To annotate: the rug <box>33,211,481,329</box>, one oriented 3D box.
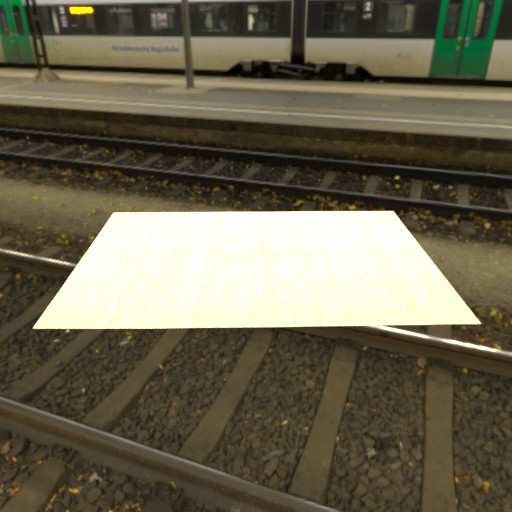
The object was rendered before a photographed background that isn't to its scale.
[{"bbox_3d":[0.000,0.000,2.382,1.850,0.015,1.250,-1,28,-1],"label":"rug"}]
